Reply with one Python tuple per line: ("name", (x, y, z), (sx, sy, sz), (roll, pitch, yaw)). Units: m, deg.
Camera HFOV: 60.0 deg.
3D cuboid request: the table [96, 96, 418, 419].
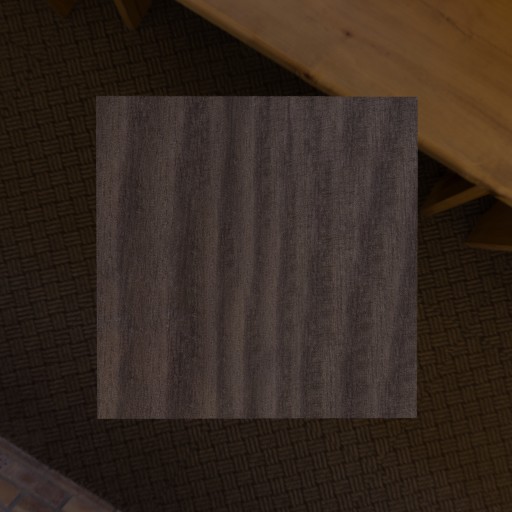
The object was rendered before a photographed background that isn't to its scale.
("table", (0.000, 0.000, 0.991), (0.504, 0.587, 0.506), (0, 91, 0))
